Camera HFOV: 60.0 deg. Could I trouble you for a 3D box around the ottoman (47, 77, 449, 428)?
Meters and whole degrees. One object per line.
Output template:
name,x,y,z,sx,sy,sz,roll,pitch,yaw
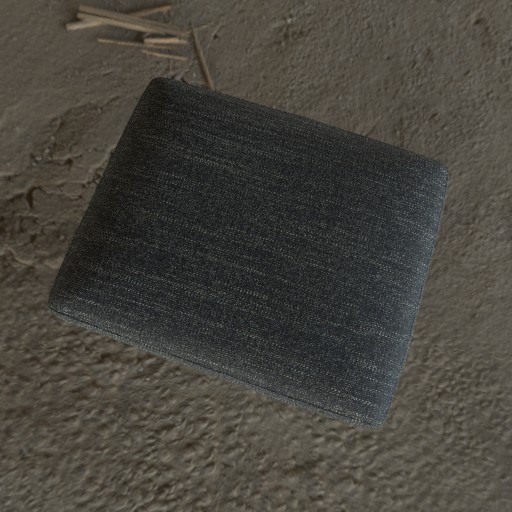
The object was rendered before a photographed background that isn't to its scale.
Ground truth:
ottoman,0.000,0.000,1.223,0.814,0.491,0.667,19,76,5
